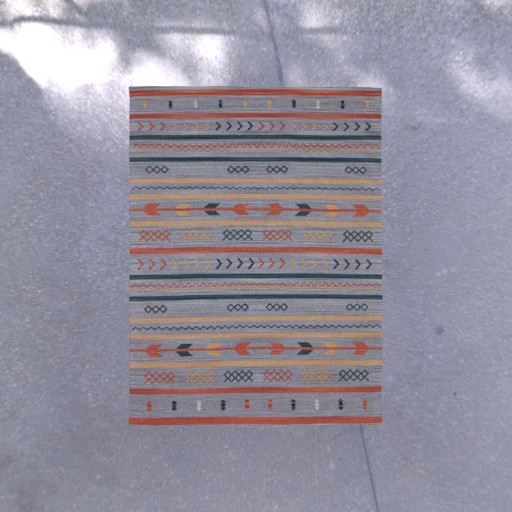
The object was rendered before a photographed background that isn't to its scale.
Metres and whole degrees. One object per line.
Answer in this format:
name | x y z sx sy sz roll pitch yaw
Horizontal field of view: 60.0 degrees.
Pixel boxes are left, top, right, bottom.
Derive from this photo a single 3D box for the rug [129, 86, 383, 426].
rug | 0.000 0.000 3.946 2.263 0.022 3.029 0 90 -1
